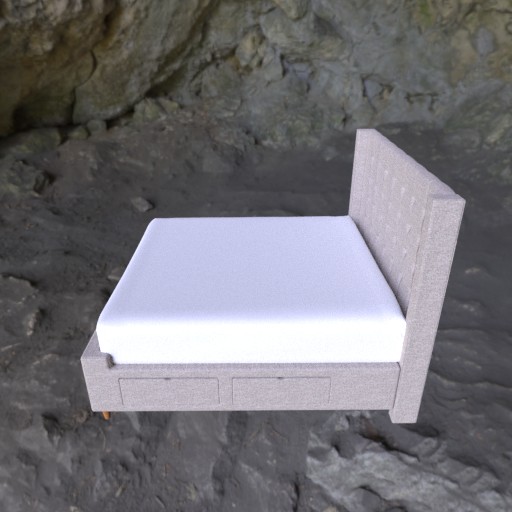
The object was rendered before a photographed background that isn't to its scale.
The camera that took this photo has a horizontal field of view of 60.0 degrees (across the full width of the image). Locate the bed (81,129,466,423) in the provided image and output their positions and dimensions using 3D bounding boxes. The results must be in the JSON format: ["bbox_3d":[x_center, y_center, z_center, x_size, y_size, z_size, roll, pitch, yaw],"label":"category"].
[{"bbox_3d":[0.000,0.000,3.765,2.372,1.748,2.044,0,27,0],"label":"bed"}]
